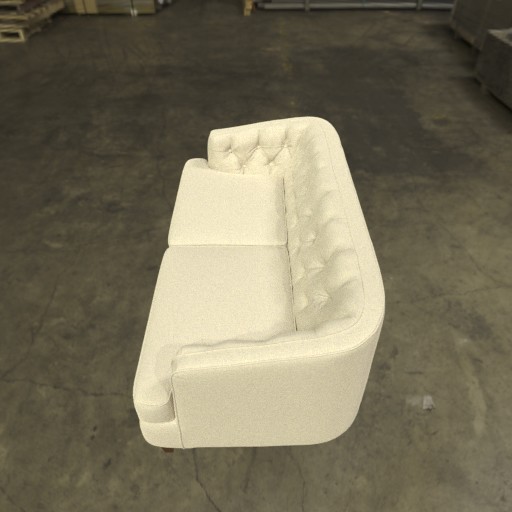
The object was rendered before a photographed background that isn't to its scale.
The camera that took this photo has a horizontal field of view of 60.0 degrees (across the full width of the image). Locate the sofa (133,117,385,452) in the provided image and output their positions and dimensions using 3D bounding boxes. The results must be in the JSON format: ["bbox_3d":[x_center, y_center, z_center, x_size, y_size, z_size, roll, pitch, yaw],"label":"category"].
[{"bbox_3d":[0.000,0.000,2.236,0.941,0.855,1.733,0,41,0],"label":"sofa"}]
